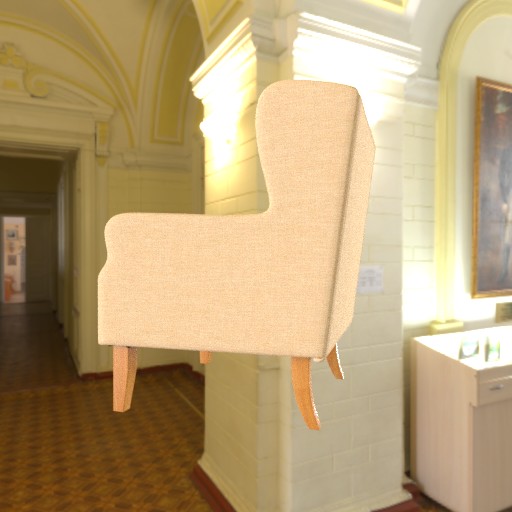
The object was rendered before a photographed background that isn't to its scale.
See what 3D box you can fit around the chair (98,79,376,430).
[{"bbox_3d":[0.000,0.000,1.523,0.760,0.930,0.710,0,1,18],"label":"chair"}]
